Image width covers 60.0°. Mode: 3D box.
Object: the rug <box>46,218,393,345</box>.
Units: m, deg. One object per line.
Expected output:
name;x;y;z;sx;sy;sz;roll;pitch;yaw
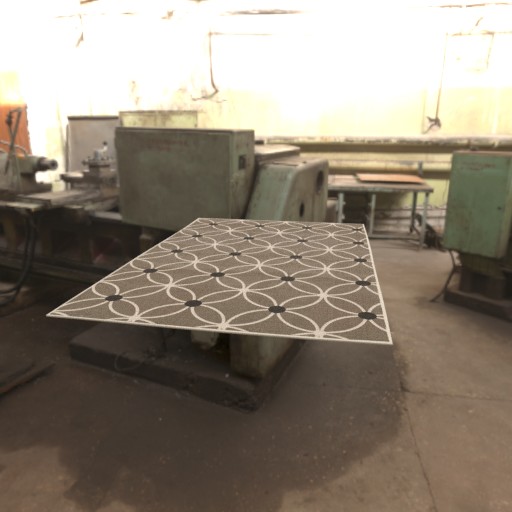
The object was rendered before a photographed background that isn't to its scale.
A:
rug;0.000;0.000;2.940;1.522;0.008;2.284;3;16;10
